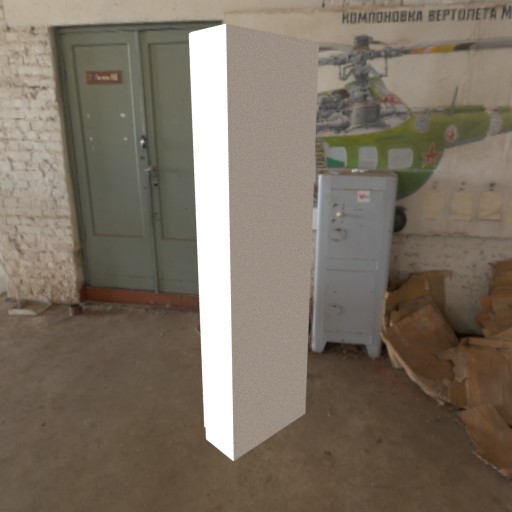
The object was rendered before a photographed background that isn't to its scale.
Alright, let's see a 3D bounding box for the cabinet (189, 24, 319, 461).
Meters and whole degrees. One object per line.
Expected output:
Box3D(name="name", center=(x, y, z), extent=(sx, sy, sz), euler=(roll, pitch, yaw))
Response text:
Box3D(name="cabinet", center=(0.000, 0.000, 1.999), extent=(0.500, 1.790, 0.230), euler=(-15, 23, -41))
